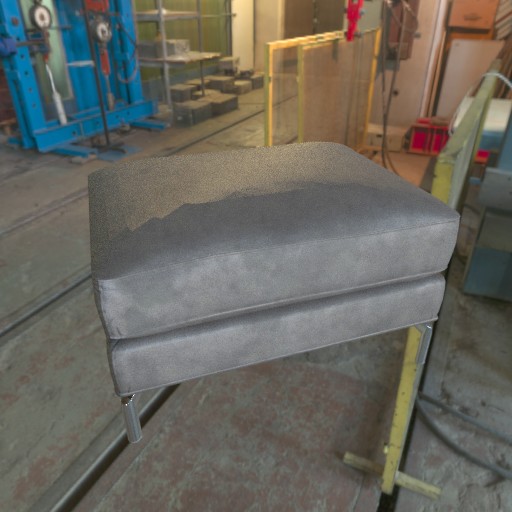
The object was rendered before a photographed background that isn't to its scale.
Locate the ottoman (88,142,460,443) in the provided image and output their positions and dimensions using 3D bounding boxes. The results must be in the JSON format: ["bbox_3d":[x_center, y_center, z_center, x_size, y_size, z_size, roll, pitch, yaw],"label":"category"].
[{"bbox_3d":[0.000,0.000,1.072,0.719,0.456,0.520,-10,32,-16],"label":"ottoman"}]
